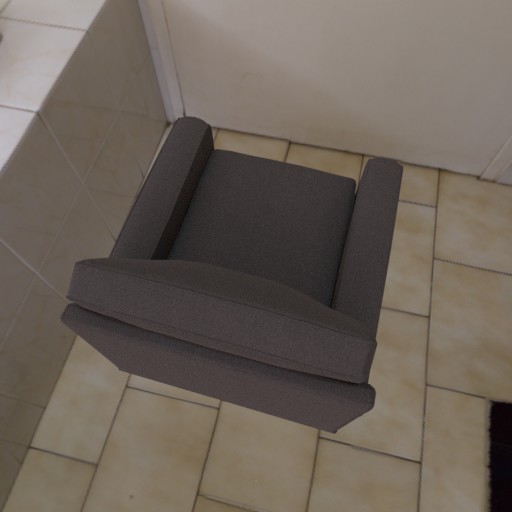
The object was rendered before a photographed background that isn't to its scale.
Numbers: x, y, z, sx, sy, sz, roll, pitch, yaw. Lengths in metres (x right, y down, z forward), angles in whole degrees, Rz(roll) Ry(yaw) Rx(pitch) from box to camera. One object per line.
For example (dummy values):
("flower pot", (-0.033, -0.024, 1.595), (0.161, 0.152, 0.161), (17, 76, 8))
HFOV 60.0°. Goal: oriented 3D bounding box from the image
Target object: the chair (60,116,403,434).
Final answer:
("chair", (0.000, 0.000, 1.792), (0.997, 0.913, 1.043), (14, 64, 7))
